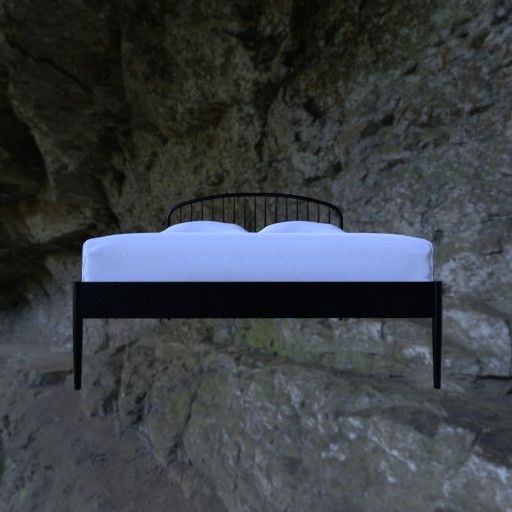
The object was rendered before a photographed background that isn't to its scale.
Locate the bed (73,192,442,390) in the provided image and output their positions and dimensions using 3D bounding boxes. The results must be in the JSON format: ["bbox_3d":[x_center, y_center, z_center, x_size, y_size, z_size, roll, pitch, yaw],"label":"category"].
[{"bbox_3d":[0.000,0.000,2.997,1.618,1.166,2.159,0,0,0],"label":"bed"}]
